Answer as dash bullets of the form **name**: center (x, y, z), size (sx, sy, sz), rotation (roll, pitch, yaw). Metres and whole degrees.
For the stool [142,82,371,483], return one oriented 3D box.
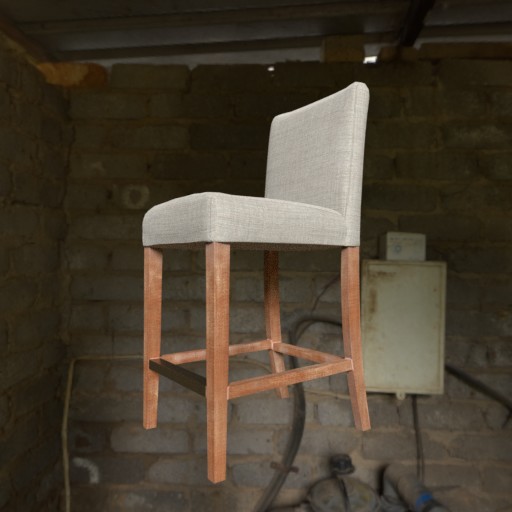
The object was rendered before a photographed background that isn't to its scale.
- **stool**: center (0.000, 0.000, 1.336), size (0.567, 1.039, 0.454), rotation (0, -1, -36)
